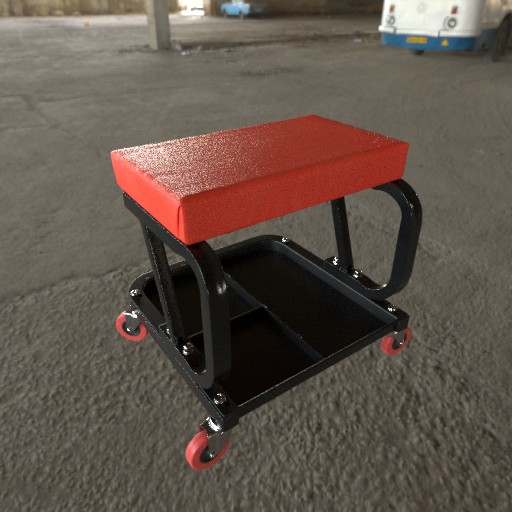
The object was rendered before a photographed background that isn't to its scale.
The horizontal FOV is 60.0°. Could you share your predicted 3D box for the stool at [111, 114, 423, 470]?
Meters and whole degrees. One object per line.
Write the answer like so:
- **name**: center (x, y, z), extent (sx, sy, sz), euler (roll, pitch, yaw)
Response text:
- **stool**: center (0.000, 0.000, 0.729), extent (0.446, 0.380, 0.371), euler (-20, 36, -29)
